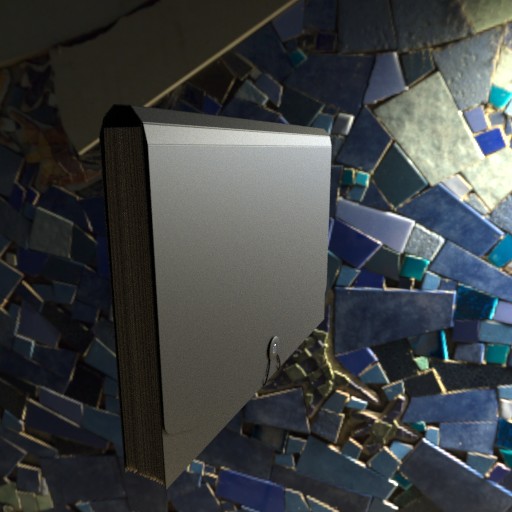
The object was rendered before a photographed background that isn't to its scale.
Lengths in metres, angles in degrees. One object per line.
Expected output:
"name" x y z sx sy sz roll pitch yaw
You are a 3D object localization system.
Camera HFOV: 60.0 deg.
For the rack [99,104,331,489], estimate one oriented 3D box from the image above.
"rack" 0.000 0.000 0.411 0.041 0.241 0.330 7 15 26
